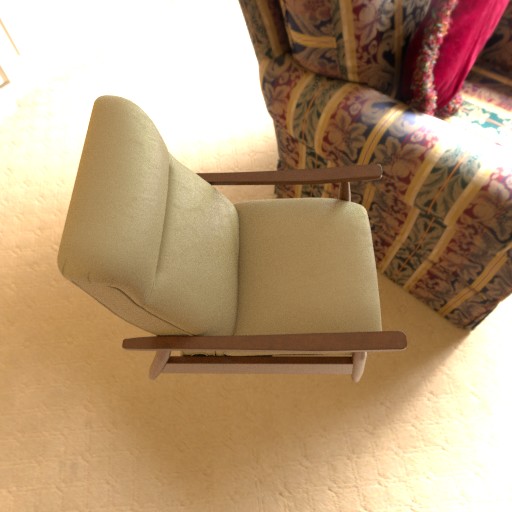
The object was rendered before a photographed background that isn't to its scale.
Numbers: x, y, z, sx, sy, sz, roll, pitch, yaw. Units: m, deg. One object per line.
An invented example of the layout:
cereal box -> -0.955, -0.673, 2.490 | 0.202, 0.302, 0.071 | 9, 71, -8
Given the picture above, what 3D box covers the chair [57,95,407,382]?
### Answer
chair -> 0.000, 0.000, 1.711 | 1.014, 1.082, 0.762 | 1, 63, 0
